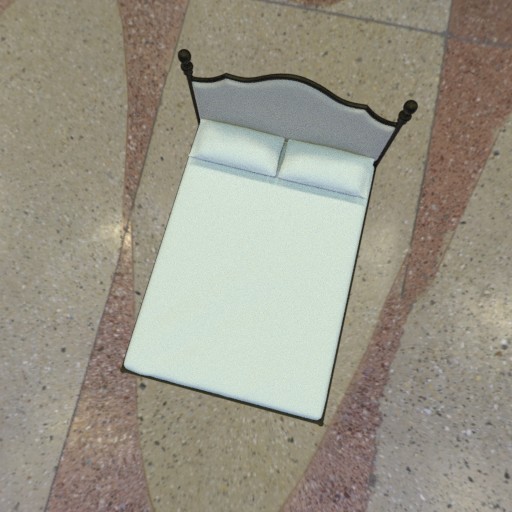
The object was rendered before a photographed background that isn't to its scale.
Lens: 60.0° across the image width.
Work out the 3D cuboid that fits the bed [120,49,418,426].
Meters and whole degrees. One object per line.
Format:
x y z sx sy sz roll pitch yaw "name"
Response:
0.000 0.000 3.394 1.642 1.499 2.224 14 77 3 "bed"
